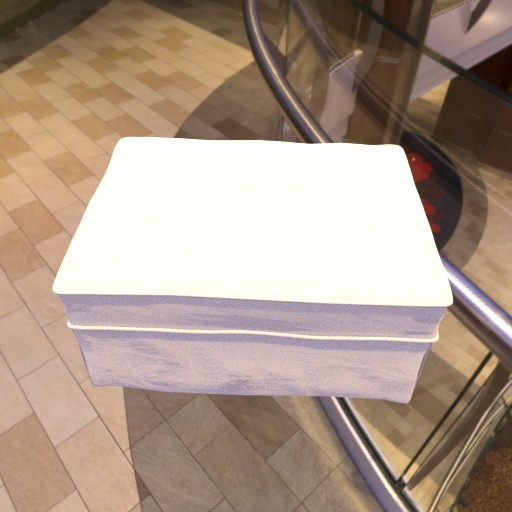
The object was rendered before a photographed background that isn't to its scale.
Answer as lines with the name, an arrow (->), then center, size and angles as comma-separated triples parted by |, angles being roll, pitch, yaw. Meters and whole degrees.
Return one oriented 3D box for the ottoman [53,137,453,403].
ottoman -> 0.000, 0.000, 1.330 | 0.944, 0.479, 0.703 | 2, 46, 2
